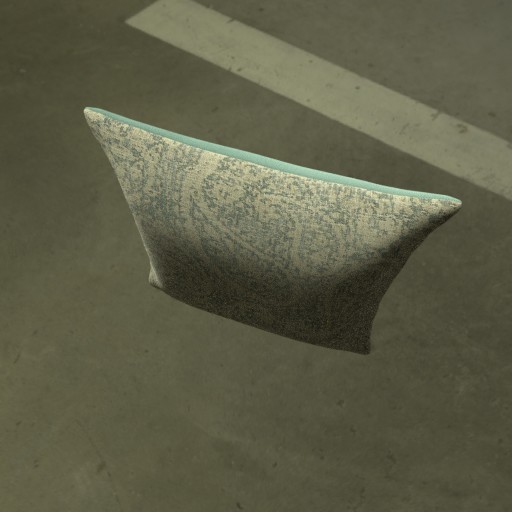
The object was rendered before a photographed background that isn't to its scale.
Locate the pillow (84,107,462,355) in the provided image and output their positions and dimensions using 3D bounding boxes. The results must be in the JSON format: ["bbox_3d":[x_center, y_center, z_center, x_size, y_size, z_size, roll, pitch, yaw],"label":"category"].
[{"bbox_3d":[0.000,0.000,0.792,0.526,0.507,0.166,17,60,10],"label":"pillow"}]
